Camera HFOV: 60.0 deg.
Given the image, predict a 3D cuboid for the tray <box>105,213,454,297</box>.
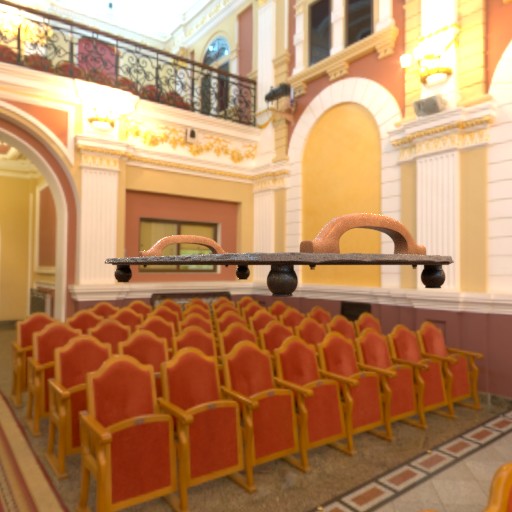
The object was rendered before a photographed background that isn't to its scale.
[{"bbox_3d":[0.000,0.000,0.480,0.231,0.062,0.387,1,-2,-36],"label":"tray"}]
